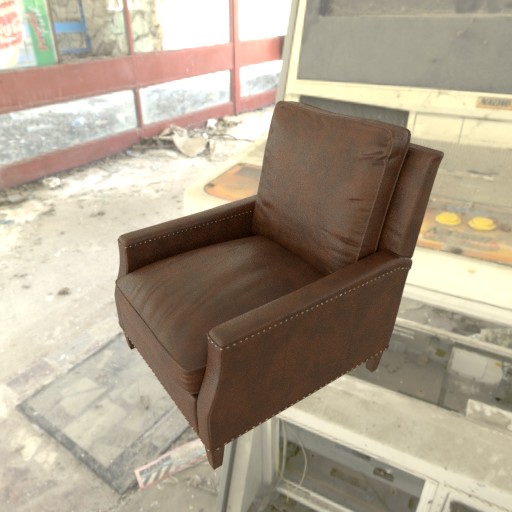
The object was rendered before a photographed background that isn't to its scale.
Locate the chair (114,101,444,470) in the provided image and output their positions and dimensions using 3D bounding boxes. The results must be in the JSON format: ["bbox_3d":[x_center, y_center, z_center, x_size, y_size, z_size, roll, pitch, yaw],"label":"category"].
[{"bbox_3d":[0.000,0.000,1.812,1.035,1.054,0.854,-20,35,-30],"label":"chair"}]
